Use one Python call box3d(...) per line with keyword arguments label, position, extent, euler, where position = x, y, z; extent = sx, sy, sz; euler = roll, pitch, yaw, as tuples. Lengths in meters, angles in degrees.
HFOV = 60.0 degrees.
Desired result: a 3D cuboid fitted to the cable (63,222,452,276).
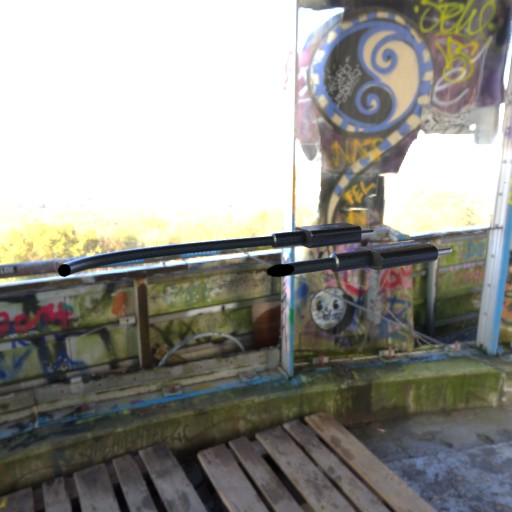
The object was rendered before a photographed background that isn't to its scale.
box3d(label="cable", position=(0.000, 0.000, 0.113), extent=(0.098, 0.006, 0.040), euler=(-7, 15, -26))
